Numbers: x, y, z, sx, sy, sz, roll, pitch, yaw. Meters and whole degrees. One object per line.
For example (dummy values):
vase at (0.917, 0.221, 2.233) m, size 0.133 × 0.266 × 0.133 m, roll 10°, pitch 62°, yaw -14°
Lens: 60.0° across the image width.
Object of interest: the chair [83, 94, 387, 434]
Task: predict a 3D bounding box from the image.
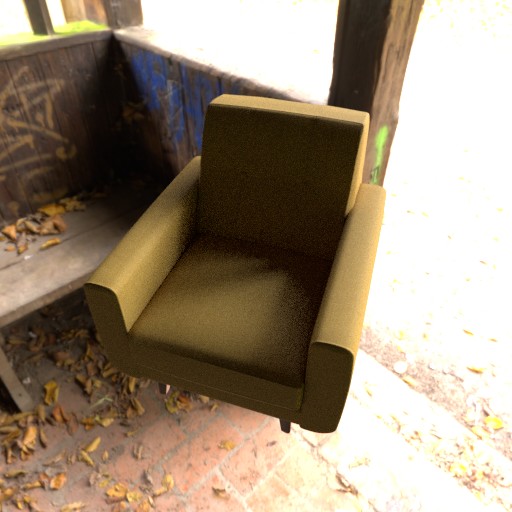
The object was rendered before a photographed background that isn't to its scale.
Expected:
chair at (0.000, 0.000, 1.612) m, size 0.831 × 0.841 × 0.909 m, roll 12°, pitch 42°, yaw 14°
